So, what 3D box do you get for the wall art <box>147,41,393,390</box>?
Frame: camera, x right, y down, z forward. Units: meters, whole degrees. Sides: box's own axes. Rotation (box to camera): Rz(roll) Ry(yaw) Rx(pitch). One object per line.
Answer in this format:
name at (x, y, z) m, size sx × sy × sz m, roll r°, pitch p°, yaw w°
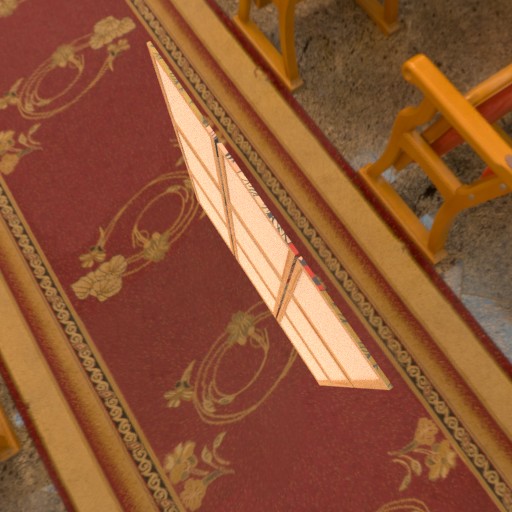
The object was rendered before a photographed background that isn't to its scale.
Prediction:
wall art at (0.000, 0.000, 1.799) m, size 0.013 × 1.218 × 1.206 m, roll -32°, pitch 77°, yaw -8°
